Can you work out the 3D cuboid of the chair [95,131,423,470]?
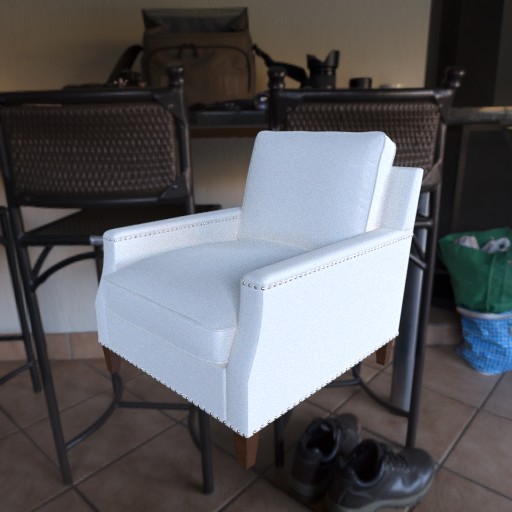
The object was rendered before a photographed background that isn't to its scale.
[{"bbox_3d":[0.000,0.000,1.735,0.853,0.943,1.014,15,21,42],"label":"chair"}]
